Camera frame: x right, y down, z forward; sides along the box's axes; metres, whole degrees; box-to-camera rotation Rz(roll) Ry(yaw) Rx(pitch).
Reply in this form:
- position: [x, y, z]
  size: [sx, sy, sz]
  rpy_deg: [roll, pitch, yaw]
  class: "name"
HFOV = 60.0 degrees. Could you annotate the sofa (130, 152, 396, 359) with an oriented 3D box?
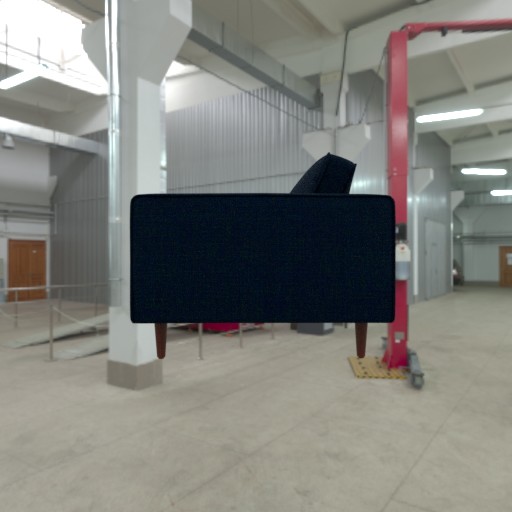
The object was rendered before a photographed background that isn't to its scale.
- position: [0.000, 0.000, 2.566]
  size: [0.914, 0.762, 2.210]
  rpy_deg: [0, 0, -1]
  class: "sofa"
